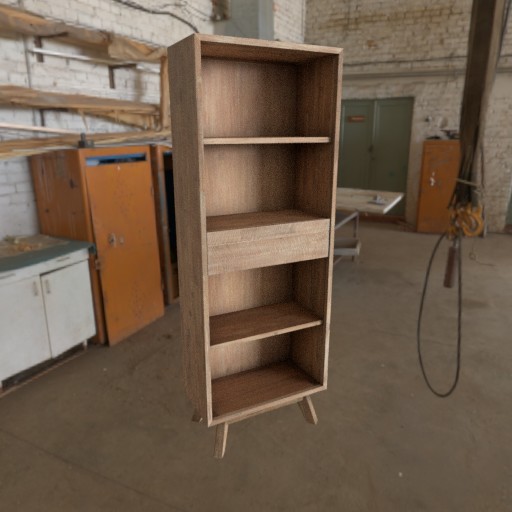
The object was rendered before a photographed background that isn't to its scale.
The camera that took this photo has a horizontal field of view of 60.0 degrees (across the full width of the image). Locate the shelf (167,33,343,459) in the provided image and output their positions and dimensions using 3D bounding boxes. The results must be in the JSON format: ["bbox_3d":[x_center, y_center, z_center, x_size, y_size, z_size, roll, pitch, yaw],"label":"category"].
[{"bbox_3d":[0.000,0.000,1.557,0.491,1.342,0.267,-8,18,-27],"label":"shelf"}]
